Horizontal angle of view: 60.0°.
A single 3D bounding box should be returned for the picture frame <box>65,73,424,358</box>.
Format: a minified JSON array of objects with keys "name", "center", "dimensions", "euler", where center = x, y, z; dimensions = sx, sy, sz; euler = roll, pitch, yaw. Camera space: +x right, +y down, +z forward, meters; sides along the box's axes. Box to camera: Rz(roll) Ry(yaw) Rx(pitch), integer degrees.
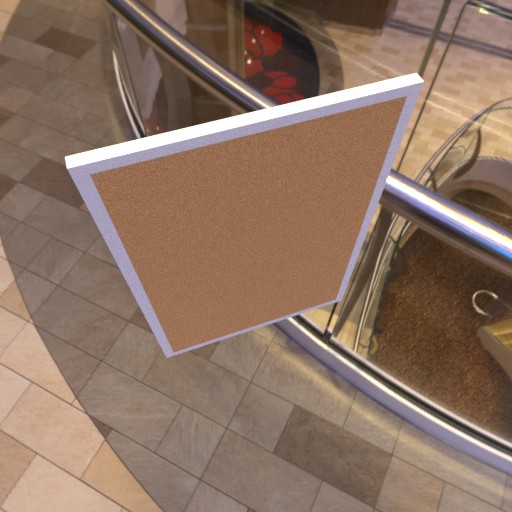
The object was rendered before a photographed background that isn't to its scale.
[{"name":"picture frame","center":[0.000,0.000,0.546],"dimensions":[0.305,0.434,0.013],"euler":[-17,60,-10]}]
